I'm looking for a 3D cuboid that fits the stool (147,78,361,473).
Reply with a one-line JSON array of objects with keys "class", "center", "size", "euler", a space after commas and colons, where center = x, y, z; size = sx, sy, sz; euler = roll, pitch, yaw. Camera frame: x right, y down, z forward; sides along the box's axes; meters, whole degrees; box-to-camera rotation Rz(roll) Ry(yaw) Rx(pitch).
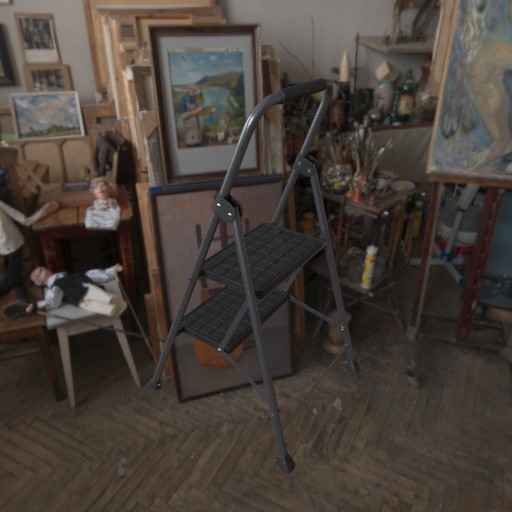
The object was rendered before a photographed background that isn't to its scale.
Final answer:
[{"class": "stool", "center": [0.000, 0.000, 1.161], "size": [0.514, 0.872, 0.450], "euler": [19, 35, 29]}]
